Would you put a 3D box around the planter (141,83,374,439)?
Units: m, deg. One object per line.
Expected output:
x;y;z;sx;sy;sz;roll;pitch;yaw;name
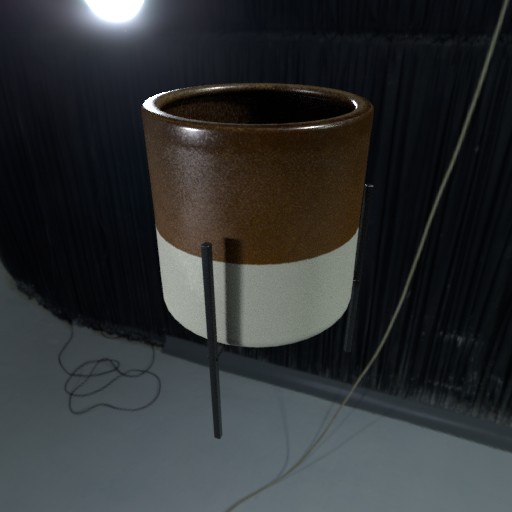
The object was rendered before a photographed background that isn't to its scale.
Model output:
0.000;0.000;0.562;0.255;0.375;0.269;10;31;16;planter
